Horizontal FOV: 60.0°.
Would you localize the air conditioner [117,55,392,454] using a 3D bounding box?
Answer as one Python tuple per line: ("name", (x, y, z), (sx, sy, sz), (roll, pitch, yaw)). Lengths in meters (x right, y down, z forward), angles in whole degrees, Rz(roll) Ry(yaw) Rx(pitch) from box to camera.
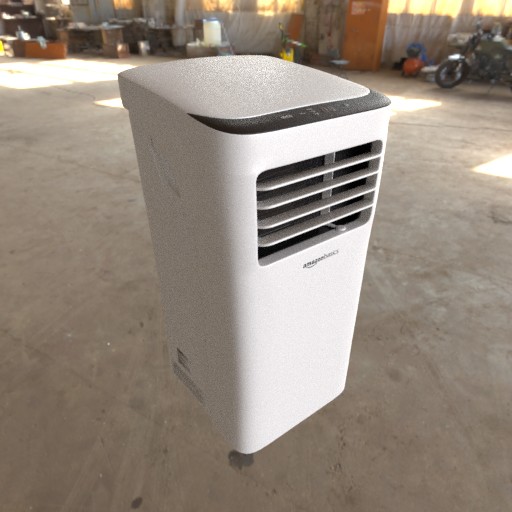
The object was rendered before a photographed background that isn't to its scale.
("air conditioner", (0.000, 0.000, 0.907), (0.352, 0.716, 0.369), (-22, 37, -32))
